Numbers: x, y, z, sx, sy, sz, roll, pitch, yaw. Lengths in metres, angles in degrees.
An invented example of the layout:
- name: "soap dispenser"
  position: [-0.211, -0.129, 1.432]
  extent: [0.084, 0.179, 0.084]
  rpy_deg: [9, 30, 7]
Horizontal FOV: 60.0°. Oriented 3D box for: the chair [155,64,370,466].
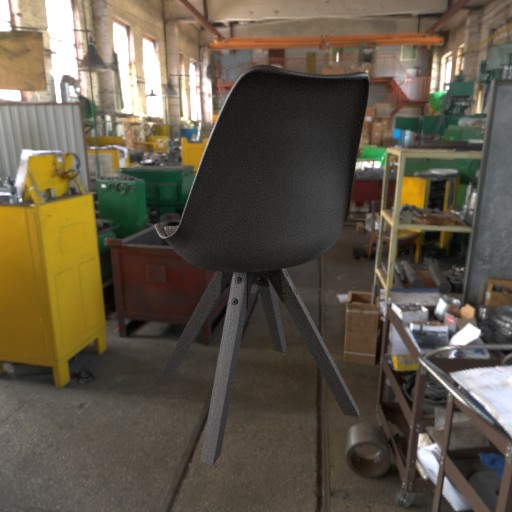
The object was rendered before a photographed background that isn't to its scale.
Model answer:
- name: "chair"
  position: [0.000, 0.000, 1.157]
  extent: [0.485, 0.850, 0.550]
  rpy_deg: [-7, 17, -24]
